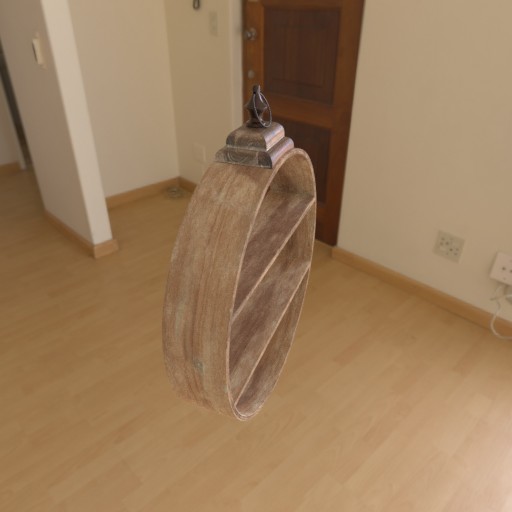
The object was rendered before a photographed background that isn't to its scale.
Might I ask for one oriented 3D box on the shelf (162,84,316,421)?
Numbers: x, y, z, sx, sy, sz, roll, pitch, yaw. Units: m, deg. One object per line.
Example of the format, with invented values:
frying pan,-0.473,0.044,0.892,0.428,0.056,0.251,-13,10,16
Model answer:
shelf,0.000,0.000,0.988,0.125,0.725,0.601,11,33,18
